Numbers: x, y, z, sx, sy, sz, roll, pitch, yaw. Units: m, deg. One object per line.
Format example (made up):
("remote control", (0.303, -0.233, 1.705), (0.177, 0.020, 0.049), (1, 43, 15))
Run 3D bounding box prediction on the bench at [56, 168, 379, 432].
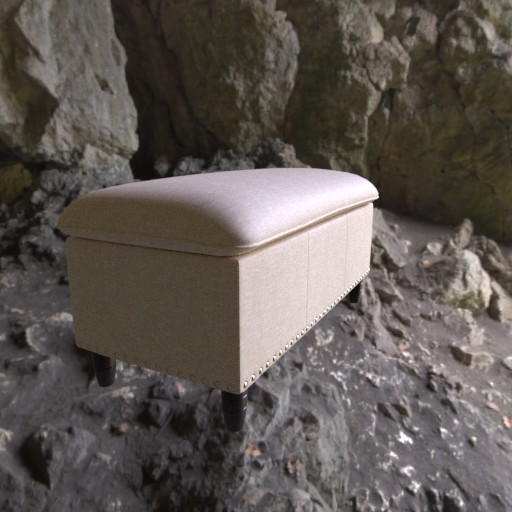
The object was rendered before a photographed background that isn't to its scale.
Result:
("bench", (0.000, 0.000, 1.274), (0.483, 0.483, 0.991), (7, 16, 27))
